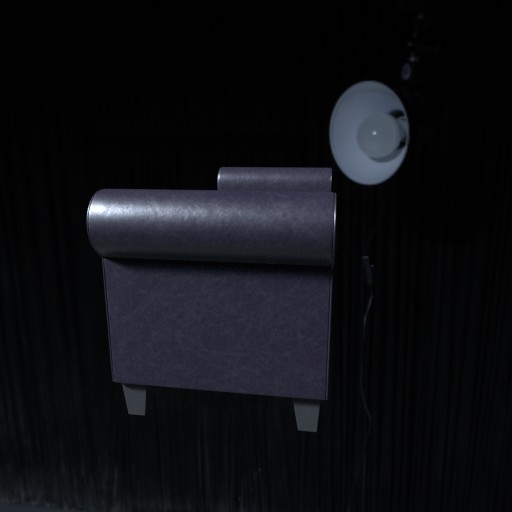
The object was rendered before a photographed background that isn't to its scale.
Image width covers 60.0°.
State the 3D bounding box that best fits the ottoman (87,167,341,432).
[{"bbox_3d":[0.000,0.000,1.515,0.521,0.547,1.256,2,14,9],"label":"ottoman"}]
